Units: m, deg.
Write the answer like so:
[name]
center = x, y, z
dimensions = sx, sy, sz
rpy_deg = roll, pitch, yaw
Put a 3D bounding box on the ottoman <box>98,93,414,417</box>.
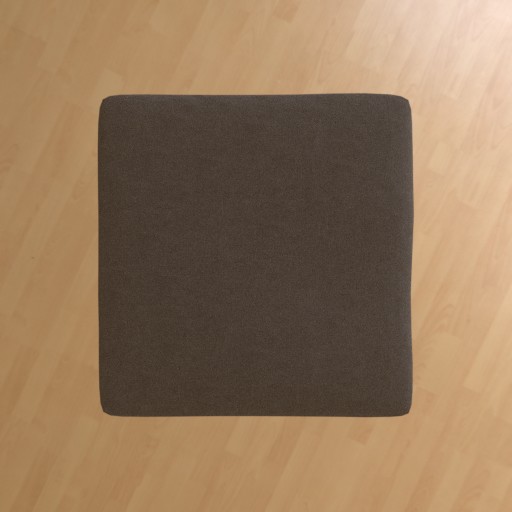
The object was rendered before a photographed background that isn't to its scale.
[ottoman]
center = 0.000, 0.000, 1.377
dimensions = 0.861, 0.482, 0.881
rpy_deg = 0, 90, 0
